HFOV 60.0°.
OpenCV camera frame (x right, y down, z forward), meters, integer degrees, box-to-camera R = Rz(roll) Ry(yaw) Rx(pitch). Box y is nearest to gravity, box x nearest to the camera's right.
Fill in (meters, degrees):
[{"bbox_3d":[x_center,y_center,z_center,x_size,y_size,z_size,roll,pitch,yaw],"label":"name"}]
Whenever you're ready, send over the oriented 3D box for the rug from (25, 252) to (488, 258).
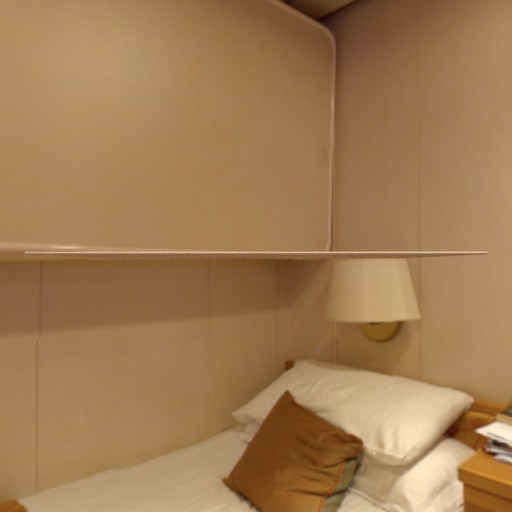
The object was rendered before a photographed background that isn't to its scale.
[{"bbox_3d":[0.000,0.000,3.067,2.441,0.014,1.531,0,-1,0],"label":"rug"}]
